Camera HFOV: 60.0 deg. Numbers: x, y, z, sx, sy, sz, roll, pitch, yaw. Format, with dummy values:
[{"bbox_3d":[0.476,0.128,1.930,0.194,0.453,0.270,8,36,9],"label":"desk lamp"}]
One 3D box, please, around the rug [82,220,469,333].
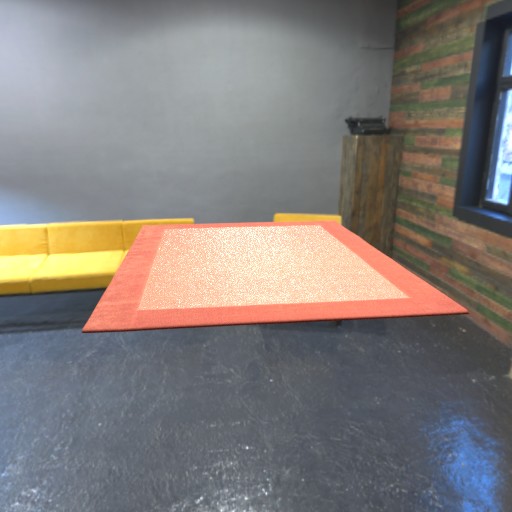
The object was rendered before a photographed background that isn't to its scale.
[{"bbox_3d":[0.000,0.000,4.139,2.430,0.018,2.976,-2,16,-7],"label":"rug"}]
